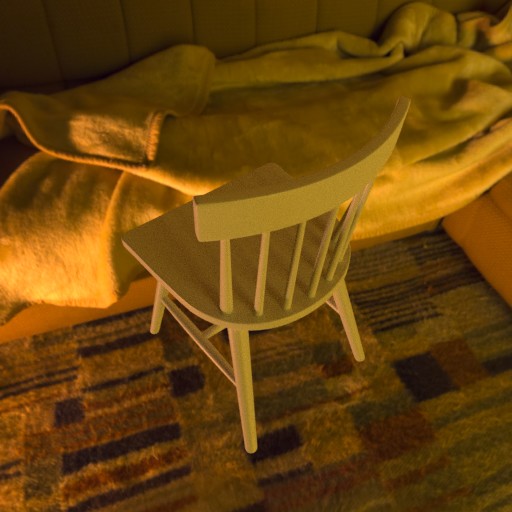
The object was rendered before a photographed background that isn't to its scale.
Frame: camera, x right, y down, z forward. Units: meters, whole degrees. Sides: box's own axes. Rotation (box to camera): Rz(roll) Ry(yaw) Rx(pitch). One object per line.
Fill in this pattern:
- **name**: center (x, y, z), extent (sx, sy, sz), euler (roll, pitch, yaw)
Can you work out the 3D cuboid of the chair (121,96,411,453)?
- **chair**: center (0.000, 0.000, 1.078), extent (0.483, 0.787, 0.500), euler (-31, 54, -26)
